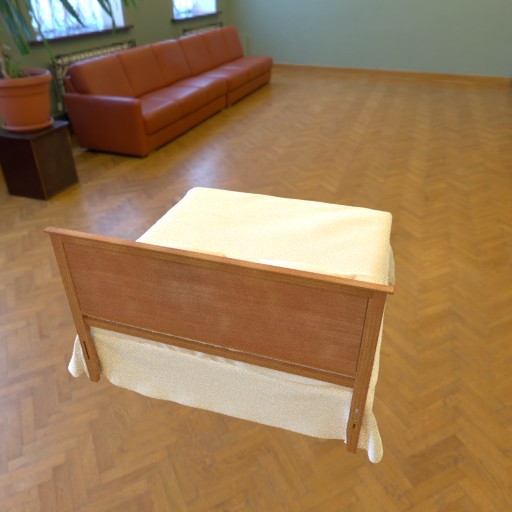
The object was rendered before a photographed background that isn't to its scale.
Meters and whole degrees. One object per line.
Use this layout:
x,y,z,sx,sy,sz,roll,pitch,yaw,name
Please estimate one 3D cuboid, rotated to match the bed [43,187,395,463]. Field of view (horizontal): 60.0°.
0.000,0.000,3.560,2.317,1.270,2.215,10,33,15,bed
